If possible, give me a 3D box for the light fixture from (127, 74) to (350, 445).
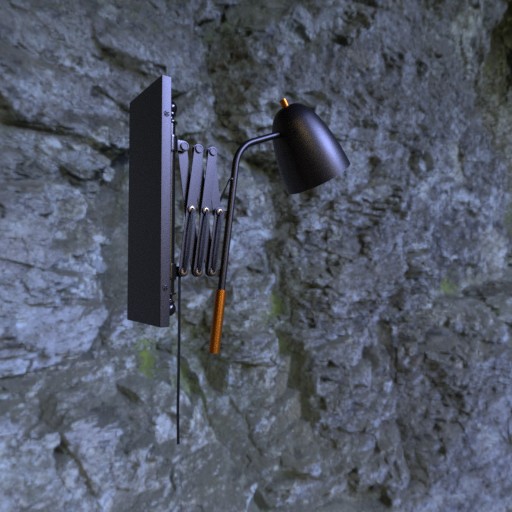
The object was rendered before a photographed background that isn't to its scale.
[{"bbox_3d":[0.000,0.000,0.938,0.499,0.715,0.162,2,-3,-36],"label":"light fixture"}]
